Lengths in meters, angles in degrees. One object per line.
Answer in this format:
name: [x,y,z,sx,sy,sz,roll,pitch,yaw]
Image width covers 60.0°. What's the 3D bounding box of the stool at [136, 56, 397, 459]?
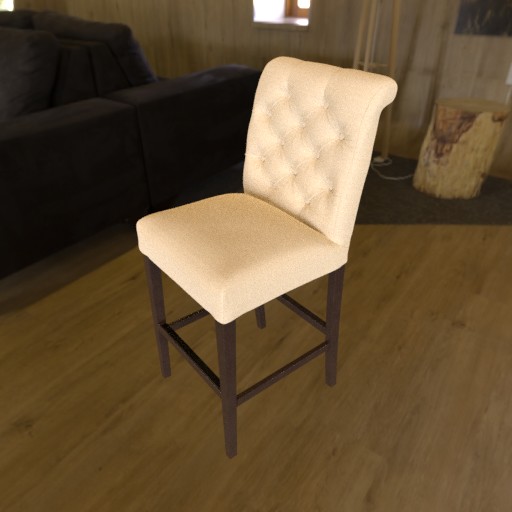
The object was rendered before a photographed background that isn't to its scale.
stool: [0.000,0.000,1.451,0.610,1.118,0.482,-23,38,-32]
